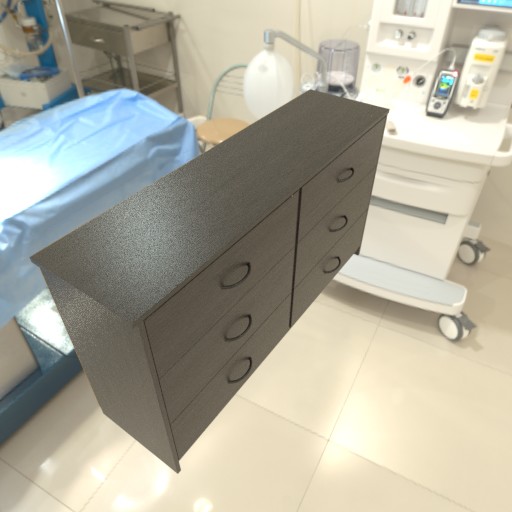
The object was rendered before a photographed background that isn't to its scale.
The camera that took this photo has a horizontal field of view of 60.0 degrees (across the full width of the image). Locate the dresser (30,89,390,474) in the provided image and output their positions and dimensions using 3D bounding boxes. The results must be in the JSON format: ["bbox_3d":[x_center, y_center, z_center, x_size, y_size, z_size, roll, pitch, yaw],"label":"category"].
[{"bbox_3d":[0.000,0.000,1.665,0.401,0.755,1.360,25,47,26],"label":"dresser"}]
